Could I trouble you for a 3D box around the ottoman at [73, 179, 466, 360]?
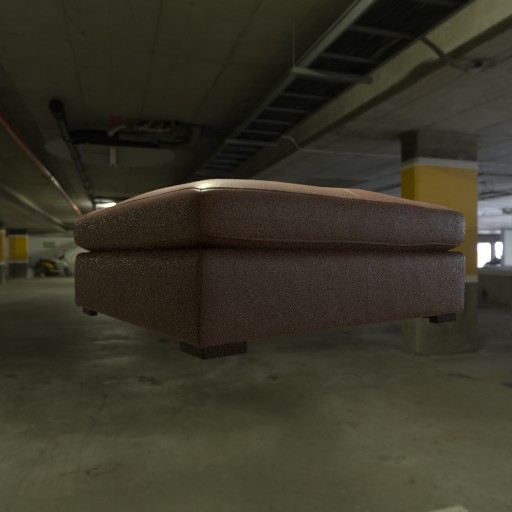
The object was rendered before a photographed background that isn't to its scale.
[{"bbox_3d":[0.000,0.000,1.786,1.168,0.490,1.168,0,0,-36],"label":"ottoman"}]
